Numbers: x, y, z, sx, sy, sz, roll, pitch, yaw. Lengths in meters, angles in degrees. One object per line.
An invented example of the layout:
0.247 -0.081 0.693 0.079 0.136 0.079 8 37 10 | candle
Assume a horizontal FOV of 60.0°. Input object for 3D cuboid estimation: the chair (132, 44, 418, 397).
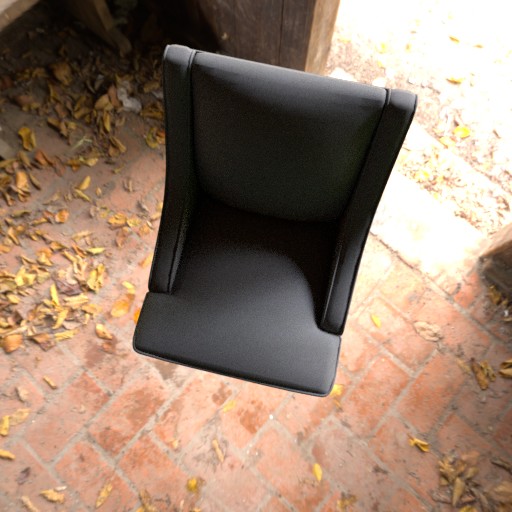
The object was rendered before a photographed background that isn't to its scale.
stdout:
0.000 0.000 1.381 0.631 0.867 0.747 13 75 3 | chair
